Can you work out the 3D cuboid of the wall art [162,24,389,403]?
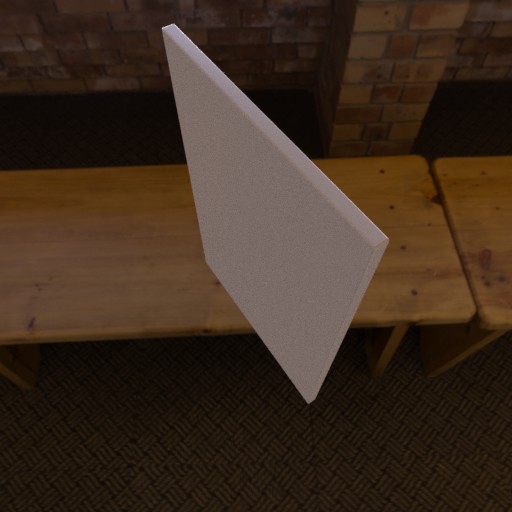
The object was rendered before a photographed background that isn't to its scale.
[{"bbox_3d":[0.000,0.000,1.471,0.038,1.183,0.808,-30,63,-17],"label":"wall art"}]
